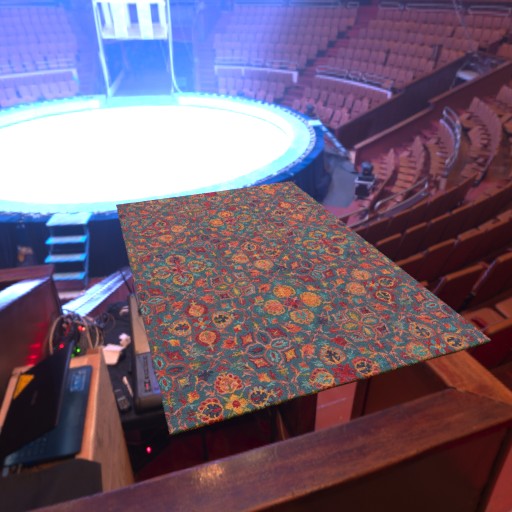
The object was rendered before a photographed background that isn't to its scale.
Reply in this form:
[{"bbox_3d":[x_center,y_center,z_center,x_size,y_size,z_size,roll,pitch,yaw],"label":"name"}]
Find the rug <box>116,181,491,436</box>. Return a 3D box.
[{"bbox_3d":[0.000,0.000,2.235,1.216,0.014,1.836,-10,31,-17],"label":"rug"}]
